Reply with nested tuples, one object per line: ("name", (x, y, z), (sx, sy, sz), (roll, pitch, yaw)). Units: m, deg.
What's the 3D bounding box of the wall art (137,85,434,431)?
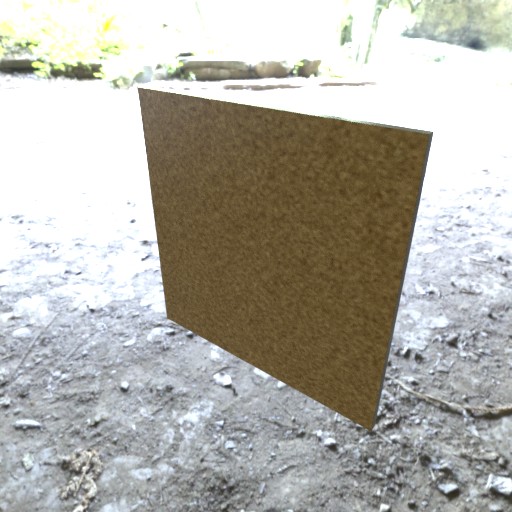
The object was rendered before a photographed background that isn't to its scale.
("wall art", (0.000, 0.000, 0.674), (0.446, 0.445, 0.014), (21, 36, 32))
